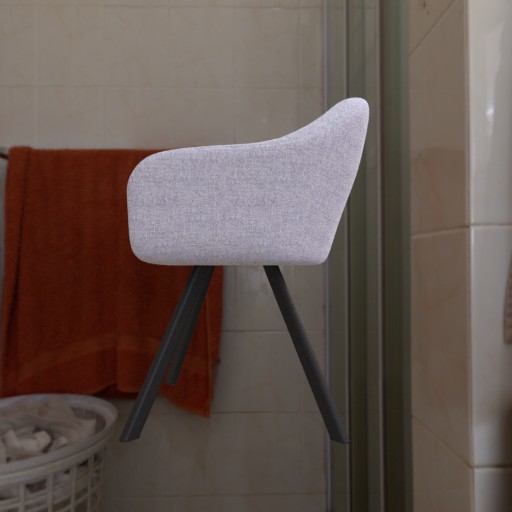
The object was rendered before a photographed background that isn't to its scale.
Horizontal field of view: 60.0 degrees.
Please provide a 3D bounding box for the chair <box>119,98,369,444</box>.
[{"bbox_3d":[0.000,0.000,1.152,0.570,0.780,0.540,0,-1,1],"label":"chair"}]
